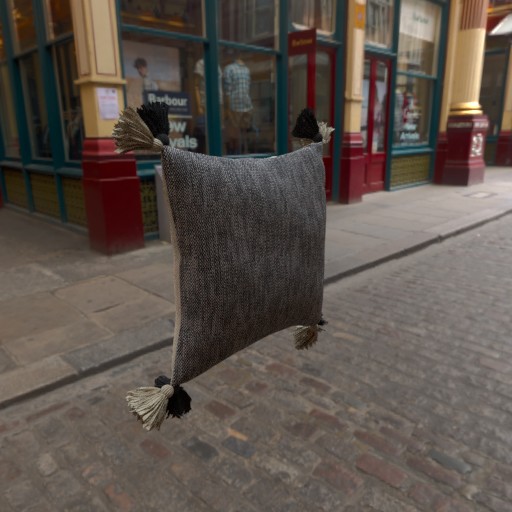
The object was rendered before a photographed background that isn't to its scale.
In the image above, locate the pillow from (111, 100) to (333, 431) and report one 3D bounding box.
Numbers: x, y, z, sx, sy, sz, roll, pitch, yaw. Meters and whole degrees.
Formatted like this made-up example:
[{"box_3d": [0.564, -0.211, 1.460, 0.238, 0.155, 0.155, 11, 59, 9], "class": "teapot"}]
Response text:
[{"box_3d": [0.000, 0.000, 0.999, 0.170, 0.659, 0.654, 15, 21, 43], "class": "pillow"}]
